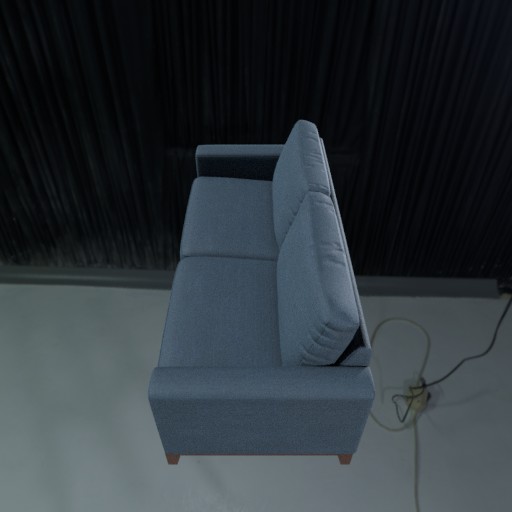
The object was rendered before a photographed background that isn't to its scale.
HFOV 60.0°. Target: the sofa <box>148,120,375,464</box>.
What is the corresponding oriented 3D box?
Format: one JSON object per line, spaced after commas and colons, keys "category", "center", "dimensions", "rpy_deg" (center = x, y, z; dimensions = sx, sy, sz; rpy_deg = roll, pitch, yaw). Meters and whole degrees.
{"category": "sofa", "center": [0.000, 0.000, 2.428], "dimensions": [0.877, 0.865, 1.900], "rpy_deg": [0, 42, 0]}
